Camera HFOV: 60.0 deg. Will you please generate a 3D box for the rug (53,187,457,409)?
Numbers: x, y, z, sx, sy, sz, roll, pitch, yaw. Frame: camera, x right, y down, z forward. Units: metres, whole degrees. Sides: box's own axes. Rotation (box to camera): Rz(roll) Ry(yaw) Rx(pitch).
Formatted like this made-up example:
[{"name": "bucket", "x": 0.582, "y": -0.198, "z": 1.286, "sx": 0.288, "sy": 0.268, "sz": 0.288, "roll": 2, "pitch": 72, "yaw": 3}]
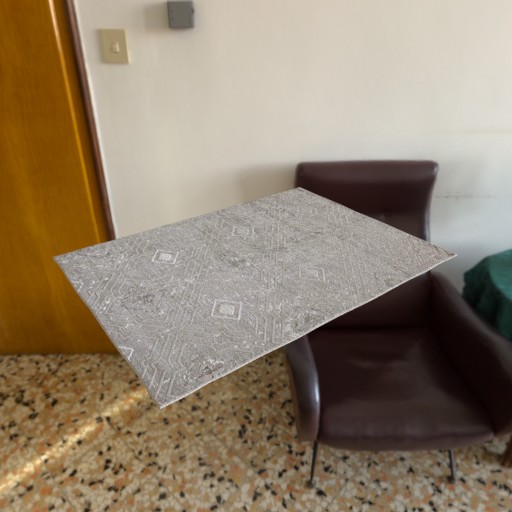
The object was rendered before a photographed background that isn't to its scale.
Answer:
[{"name": "rug", "x": 0.000, "y": 0.000, "z": 4.533, "sx": 3.359, "sy": 0.020, "sz": 2.448, "roll": -20, "pitch": 35, "yaw": -31}]
